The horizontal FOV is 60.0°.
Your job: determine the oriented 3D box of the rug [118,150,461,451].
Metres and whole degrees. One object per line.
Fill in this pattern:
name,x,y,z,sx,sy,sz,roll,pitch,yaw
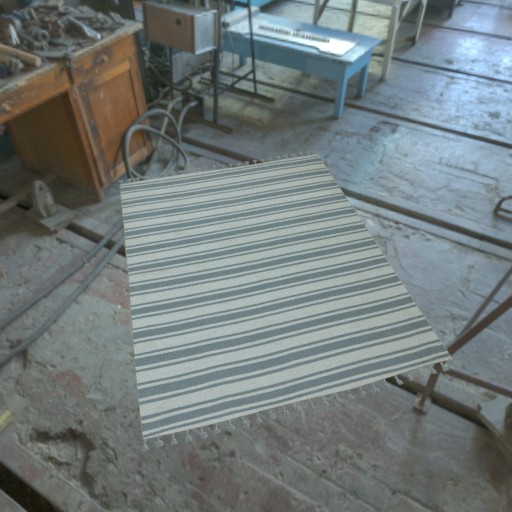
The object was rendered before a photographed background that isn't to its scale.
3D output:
rug,0.000,0.000,4.258,2.439,0.005,3.201,-11,47,-10
